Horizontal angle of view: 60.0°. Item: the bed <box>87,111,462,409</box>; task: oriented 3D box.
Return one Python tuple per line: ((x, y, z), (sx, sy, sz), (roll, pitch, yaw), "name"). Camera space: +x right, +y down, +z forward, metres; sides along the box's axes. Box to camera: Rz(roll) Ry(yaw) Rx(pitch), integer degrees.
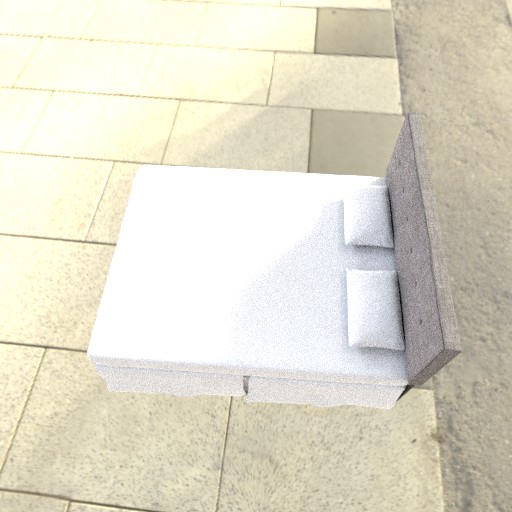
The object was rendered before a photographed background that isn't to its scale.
((0.000, 0.000, 2.922), (1.958, 1.168, 1.621), (3, 59, 2), "bed")
